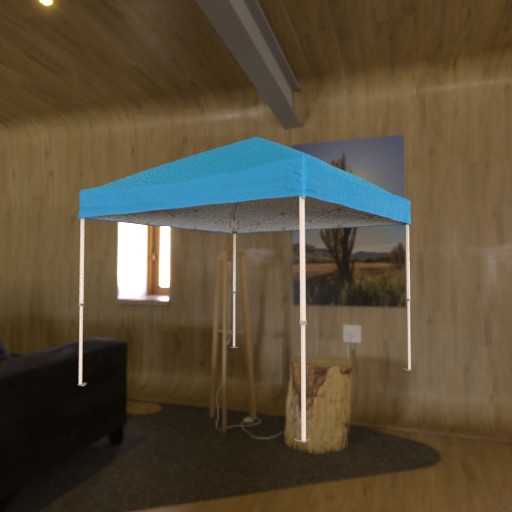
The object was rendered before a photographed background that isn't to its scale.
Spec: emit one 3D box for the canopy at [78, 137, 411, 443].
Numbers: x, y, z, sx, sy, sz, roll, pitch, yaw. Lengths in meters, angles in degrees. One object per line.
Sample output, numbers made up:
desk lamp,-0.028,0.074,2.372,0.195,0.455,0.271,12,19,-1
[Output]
canopy,0.000,0.000,5.534,2.996,2.997,2.998,-1,-2,35
